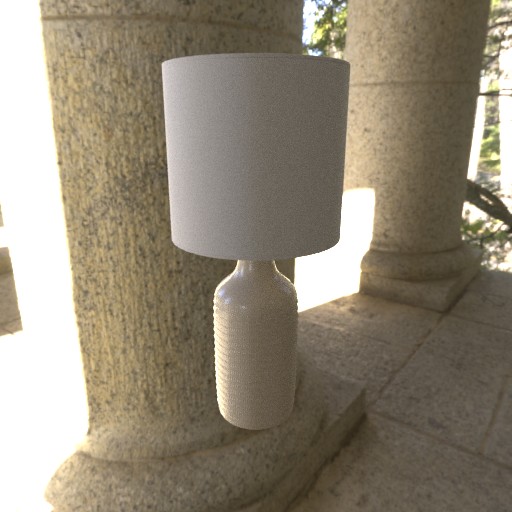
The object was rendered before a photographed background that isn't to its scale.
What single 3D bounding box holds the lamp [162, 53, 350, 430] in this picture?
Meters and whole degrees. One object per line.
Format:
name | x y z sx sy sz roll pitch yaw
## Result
lamp | 0.000 0.000 0.599 0.220 0.475 0.220 2 17 7
